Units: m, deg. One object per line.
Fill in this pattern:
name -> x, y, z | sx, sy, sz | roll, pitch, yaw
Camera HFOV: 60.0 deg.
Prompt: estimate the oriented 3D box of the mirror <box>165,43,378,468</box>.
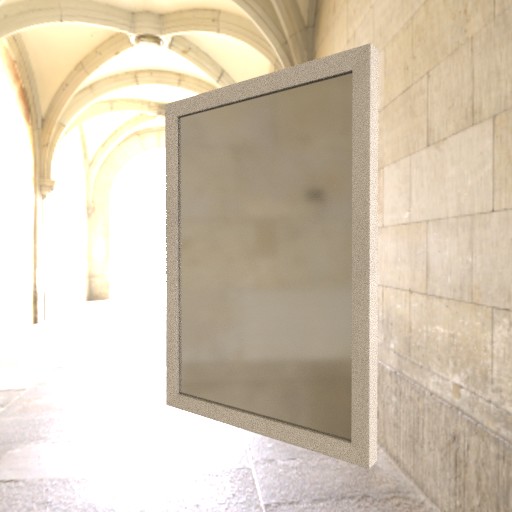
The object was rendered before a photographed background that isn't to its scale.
mirror -> 0.000, 0.000, 0.908 | 0.507, 0.710, 0.040 | 1, 1, 37
